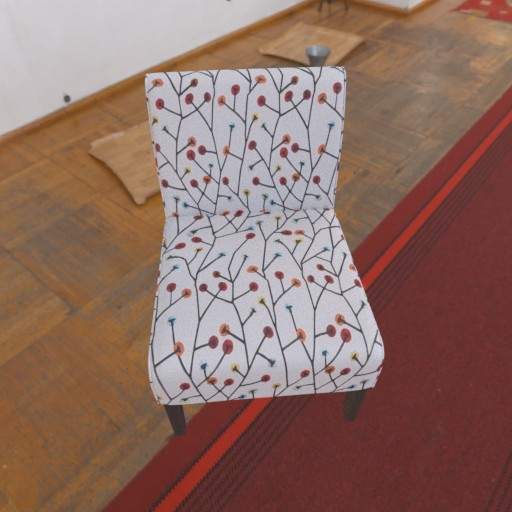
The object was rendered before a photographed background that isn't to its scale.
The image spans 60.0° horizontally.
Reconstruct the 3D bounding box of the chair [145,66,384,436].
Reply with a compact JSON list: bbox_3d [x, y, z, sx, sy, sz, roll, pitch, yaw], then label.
[{"bbox_3d":[0.000,0.000,1.307,0.597,0.813,0.732,-4,46,-3],"label":"chair"}]
